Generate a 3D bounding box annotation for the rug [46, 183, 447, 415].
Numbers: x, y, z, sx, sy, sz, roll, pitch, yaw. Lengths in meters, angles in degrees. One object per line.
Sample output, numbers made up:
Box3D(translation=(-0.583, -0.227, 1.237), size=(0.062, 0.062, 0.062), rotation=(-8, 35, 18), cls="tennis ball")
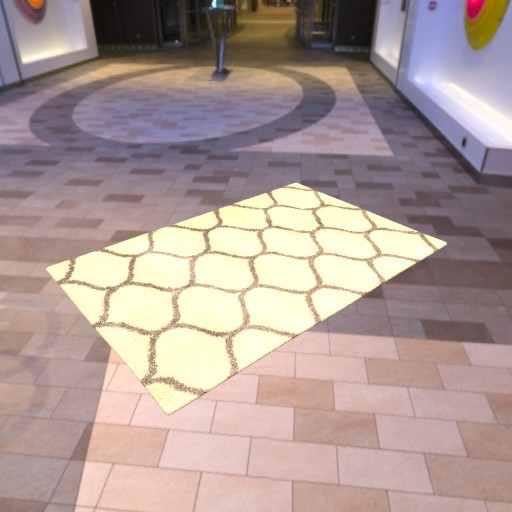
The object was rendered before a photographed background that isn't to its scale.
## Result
Box3D(translation=(0.000, 0.000, 3.553), size=(2.701, 0.026, 1.801), rotation=(-24, 38, -34), cls="rug")
